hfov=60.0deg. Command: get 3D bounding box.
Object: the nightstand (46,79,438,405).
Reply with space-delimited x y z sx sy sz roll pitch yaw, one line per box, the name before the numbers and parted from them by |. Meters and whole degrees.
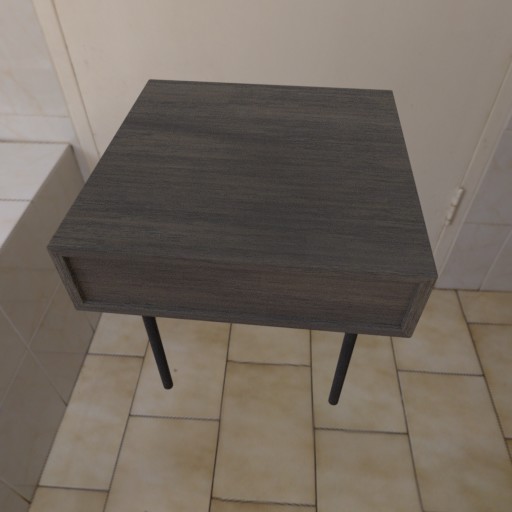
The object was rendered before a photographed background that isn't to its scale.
nightstand | 0.000 0.000 0.911 0.502 0.497 0.503 4 46 4
